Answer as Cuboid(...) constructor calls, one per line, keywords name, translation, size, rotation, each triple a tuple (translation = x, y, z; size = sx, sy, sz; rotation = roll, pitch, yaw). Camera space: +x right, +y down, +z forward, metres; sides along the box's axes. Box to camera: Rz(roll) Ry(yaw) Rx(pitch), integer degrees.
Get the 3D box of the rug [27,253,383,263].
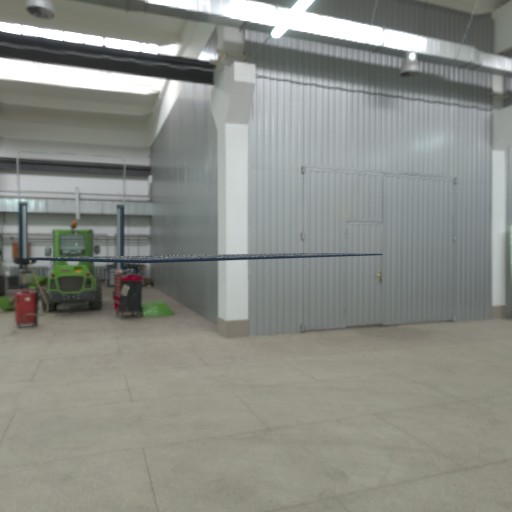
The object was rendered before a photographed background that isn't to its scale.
Cuboid(name="rug", translation=(0.000, 0.000, 2.741), size=(0.769, 0.012, 2.448), rotation=(1, 1, 35))
